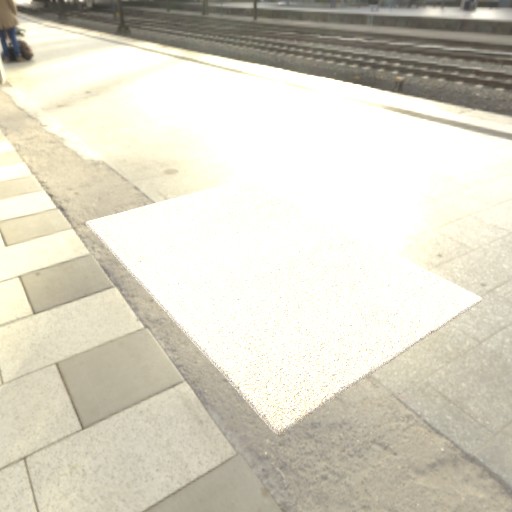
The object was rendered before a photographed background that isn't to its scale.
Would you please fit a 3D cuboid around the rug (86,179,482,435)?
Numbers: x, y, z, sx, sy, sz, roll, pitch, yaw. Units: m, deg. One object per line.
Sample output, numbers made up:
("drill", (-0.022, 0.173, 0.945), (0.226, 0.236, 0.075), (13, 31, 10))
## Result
("rug", (0.000, 0.000, 3.469), (1.778, 0.030, 2.743), (-21, 37, -31))
